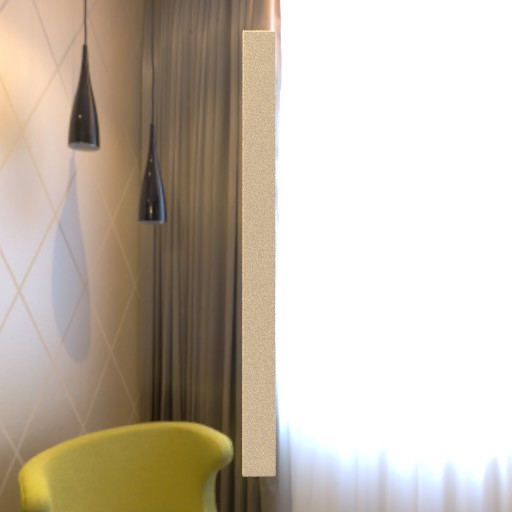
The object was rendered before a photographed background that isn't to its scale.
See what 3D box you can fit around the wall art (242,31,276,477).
[{"bbox_3d":[0.000,0.000,0.756,0.038,0.508,0.508,0,-1,-1],"label":"wall art"}]
